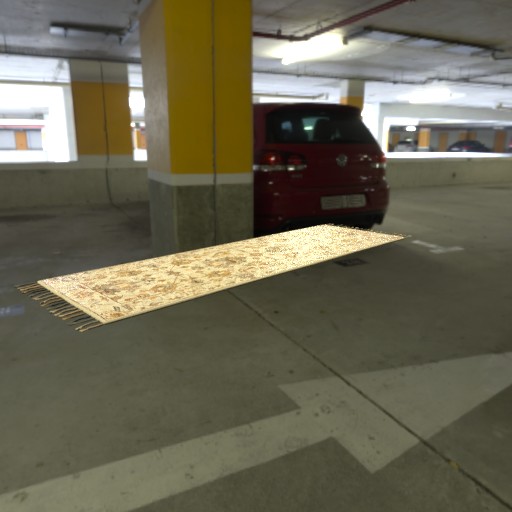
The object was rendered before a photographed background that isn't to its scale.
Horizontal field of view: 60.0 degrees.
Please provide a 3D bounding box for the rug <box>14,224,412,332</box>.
[{"bbox_3d":[0.000,0.000,2.626,2.438,0.021,0.729,-13,19,-42],"label":"rug"}]
